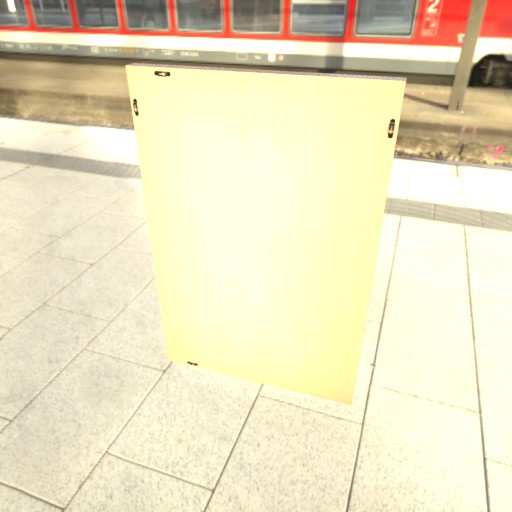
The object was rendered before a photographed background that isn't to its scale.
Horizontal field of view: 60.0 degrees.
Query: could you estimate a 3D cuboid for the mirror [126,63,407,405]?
[{"bbox_3d":[0.000,0.000,1.173,0.609,0.915,0.040,10,33,15],"label":"mirror"}]
